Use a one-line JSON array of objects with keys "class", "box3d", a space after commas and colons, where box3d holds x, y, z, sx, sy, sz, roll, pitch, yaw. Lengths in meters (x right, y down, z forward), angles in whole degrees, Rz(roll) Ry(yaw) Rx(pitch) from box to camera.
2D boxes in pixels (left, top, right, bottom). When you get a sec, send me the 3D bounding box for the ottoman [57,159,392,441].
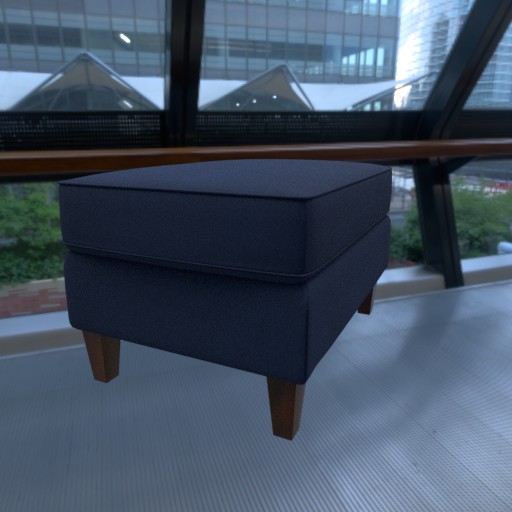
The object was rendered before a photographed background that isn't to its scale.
[{"class": "ottoman", "box3d": [0.000, 0.000, 1.417, 0.686, 0.584, 0.965, 7, 17, 25]}]
